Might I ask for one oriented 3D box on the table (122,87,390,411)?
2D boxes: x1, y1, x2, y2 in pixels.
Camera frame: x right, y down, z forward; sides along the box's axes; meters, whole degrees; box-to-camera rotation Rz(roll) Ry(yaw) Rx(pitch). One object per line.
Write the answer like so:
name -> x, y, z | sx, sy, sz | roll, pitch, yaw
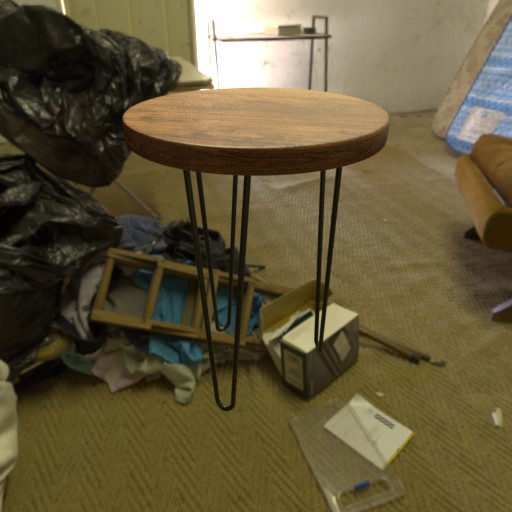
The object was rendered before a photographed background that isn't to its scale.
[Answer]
table -> 0.000, 0.000, 0.812 | 0.400, 0.520, 0.400 | 0, 30, 0
